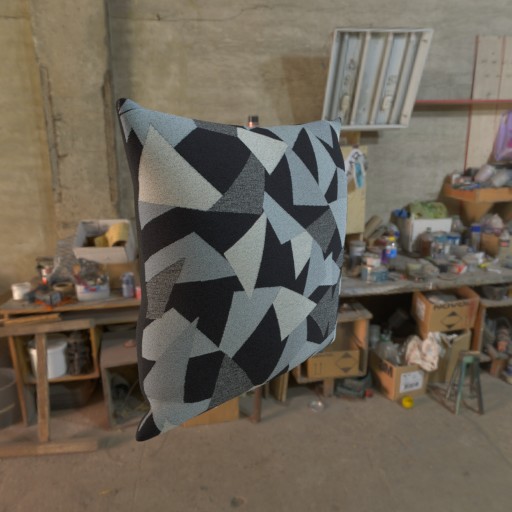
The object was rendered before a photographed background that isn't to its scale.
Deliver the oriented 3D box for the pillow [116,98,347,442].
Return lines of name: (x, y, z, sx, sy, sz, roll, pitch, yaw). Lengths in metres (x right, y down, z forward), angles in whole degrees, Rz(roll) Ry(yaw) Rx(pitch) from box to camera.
pillow: (0.000, 0.000, 0.776, 0.208, 0.496, 0.503, 14, 20, 43)
